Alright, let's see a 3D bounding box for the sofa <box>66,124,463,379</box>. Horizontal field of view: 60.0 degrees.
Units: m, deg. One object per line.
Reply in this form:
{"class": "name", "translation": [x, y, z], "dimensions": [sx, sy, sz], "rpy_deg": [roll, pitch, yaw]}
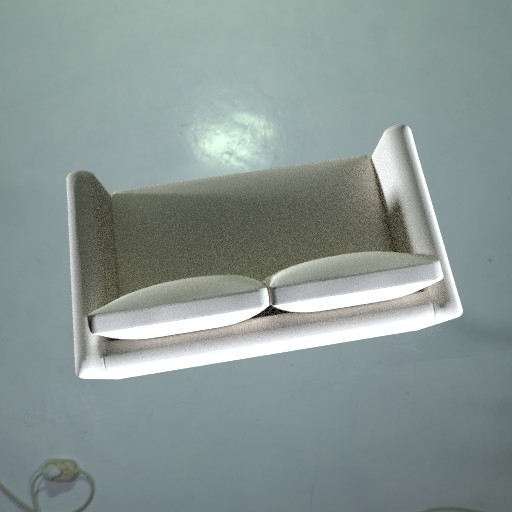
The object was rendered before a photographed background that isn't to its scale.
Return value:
{"class": "sofa", "translation": [0.000, 0.000, 2.122], "dimensions": [1.598, 0.873, 0.905], "rpy_deg": [-9, 74, -2]}
